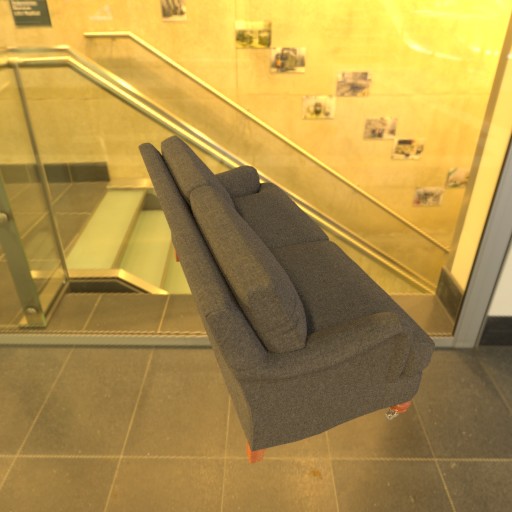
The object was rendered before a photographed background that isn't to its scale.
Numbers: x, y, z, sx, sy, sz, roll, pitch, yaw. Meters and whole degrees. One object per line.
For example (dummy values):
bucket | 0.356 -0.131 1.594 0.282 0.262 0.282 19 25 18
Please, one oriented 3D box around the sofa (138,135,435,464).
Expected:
sofa | 0.000 0.000 2.747 1.087 1.054 2.160 -10 32 -16
